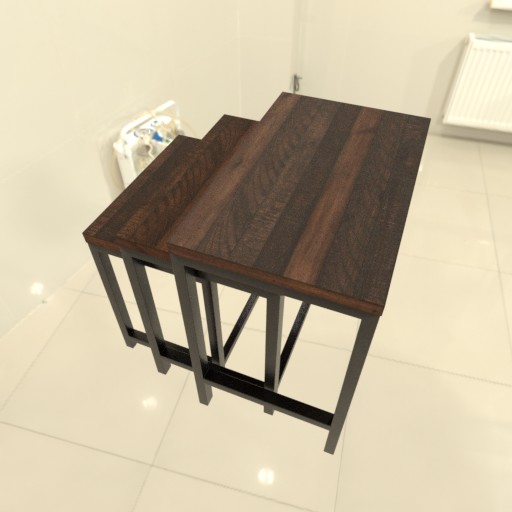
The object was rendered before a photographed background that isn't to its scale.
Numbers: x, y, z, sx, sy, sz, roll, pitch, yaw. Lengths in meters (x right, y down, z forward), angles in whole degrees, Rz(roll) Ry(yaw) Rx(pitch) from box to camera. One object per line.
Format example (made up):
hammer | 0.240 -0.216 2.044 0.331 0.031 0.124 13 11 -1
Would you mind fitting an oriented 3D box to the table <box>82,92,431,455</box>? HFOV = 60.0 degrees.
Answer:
table | 0.000 0.000 1.169 0.660 0.616 0.608 16 48 15
